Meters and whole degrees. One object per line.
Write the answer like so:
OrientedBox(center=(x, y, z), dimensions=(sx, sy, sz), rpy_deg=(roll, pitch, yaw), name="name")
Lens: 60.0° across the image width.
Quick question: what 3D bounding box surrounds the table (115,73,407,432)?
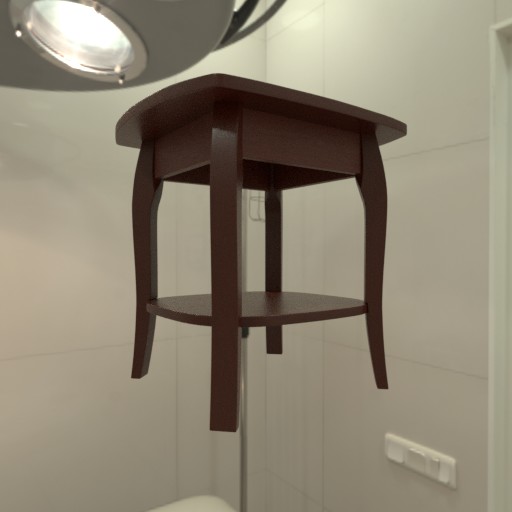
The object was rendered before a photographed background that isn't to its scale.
OrientedBox(center=(0.000, 0.000, 0.876), dimensions=(0.502, 0.496, 0.433), rpy_deg=(0, 1, -35), name="table")
